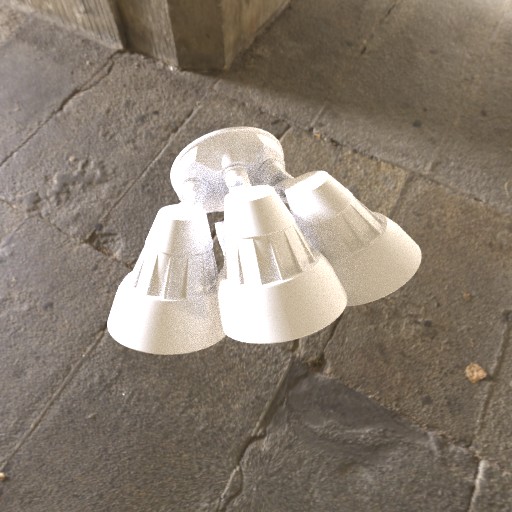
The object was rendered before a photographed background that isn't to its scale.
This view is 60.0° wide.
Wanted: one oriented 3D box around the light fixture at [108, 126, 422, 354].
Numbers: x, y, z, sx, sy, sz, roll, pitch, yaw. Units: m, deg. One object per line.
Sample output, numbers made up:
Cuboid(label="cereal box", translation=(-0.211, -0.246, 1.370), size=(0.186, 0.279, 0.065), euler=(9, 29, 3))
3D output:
Cuboid(label="light fixture", translation=(0.000, 0.000, 0.560), size=(0.369, 0.237, 0.278), euler=(-14, 64, -7))
